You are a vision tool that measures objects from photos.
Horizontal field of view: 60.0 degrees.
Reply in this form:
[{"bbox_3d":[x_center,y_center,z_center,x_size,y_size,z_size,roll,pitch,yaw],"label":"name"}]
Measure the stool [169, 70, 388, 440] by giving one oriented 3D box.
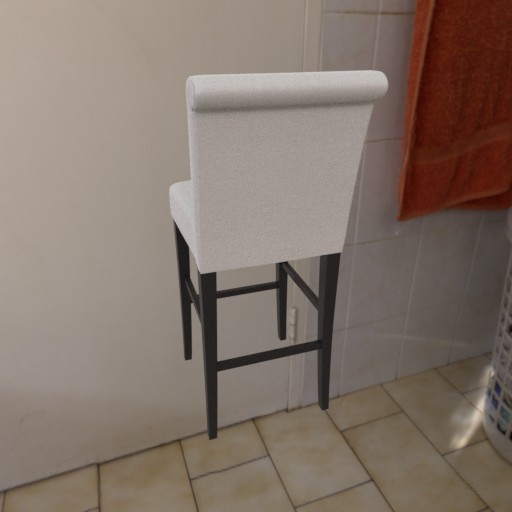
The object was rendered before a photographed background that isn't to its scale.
[{"bbox_3d":[0.000,0.000,1.421,0.452,1.124,0.597,-8,28,-16],"label":"stool"}]
